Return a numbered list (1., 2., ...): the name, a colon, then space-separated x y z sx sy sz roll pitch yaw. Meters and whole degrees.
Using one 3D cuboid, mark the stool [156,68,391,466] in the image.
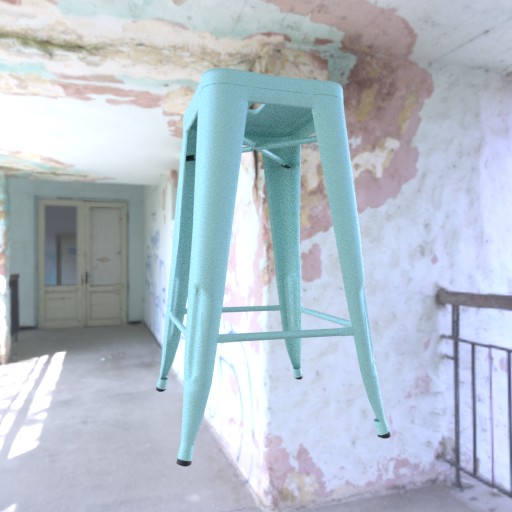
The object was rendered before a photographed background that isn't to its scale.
1. stool: 0.000 0.000 0.874 0.359 0.609 0.399 0 0 -18
